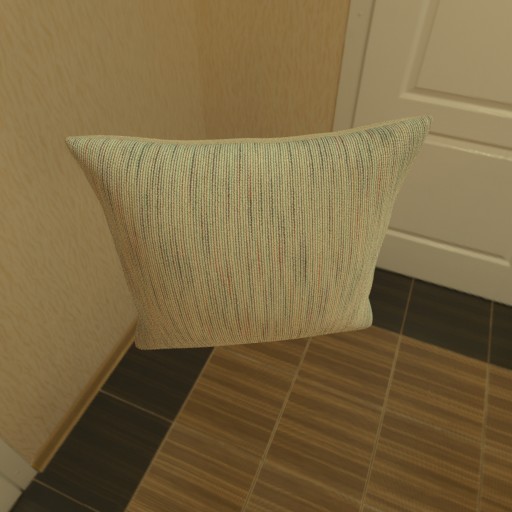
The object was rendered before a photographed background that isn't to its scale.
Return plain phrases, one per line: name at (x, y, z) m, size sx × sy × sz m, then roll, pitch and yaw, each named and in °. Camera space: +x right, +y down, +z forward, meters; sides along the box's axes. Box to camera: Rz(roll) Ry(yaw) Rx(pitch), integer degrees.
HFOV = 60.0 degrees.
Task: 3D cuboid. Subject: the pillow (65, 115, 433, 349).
pillow at (0.000, 0.000, 0.781) m, size 0.512 × 0.506 × 0.178 m, roll -5°, pitch 47°, yaw -4°
